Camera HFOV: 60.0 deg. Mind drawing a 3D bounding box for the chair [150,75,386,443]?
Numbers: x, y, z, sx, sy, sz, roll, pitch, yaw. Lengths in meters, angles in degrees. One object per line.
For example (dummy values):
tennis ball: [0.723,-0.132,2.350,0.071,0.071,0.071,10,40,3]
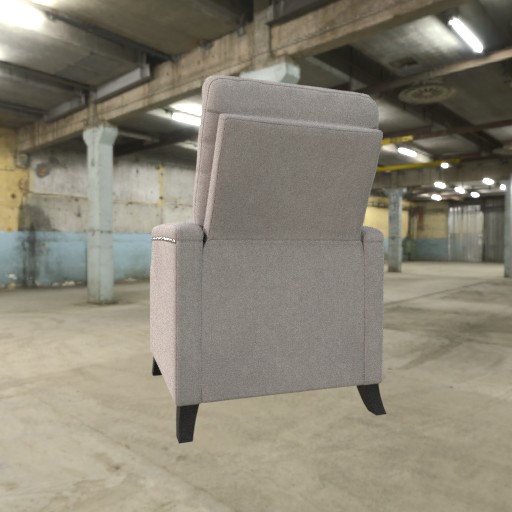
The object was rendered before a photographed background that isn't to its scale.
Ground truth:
chair: [0.000,0.000,1.667,0.710,1.049,0.922,0,1,-19]
